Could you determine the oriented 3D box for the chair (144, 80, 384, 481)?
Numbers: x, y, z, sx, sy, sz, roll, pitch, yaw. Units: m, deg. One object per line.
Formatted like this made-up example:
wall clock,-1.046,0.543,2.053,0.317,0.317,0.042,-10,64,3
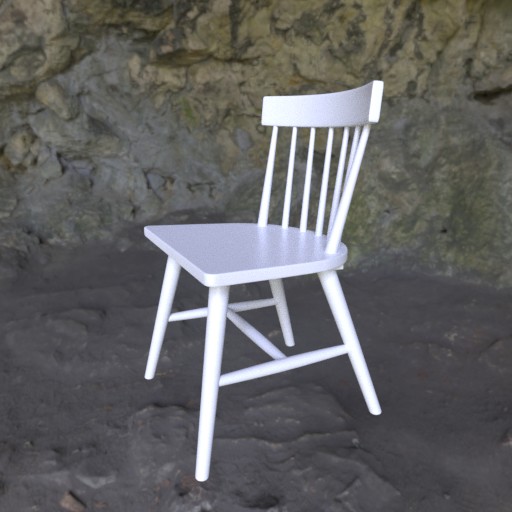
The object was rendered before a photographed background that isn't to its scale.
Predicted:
chair,0.000,0.000,1.102,0.500,0.787,0.483,-8,17,-26
